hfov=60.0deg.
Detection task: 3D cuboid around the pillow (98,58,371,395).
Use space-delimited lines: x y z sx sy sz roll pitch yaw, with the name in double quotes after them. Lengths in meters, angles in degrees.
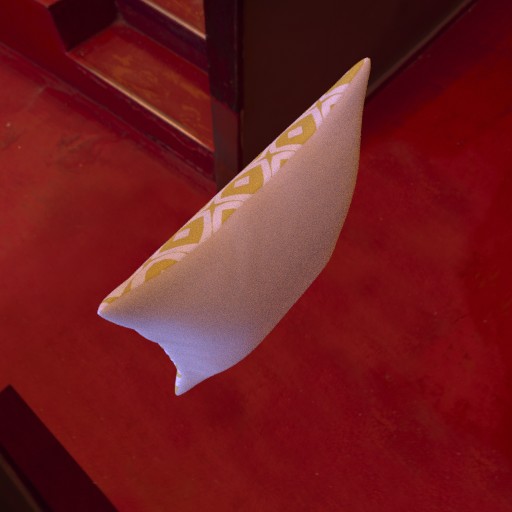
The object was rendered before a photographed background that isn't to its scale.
0.000 0.000 0.762 0.188 0.494 0.504 37 69 17 "pillow"
